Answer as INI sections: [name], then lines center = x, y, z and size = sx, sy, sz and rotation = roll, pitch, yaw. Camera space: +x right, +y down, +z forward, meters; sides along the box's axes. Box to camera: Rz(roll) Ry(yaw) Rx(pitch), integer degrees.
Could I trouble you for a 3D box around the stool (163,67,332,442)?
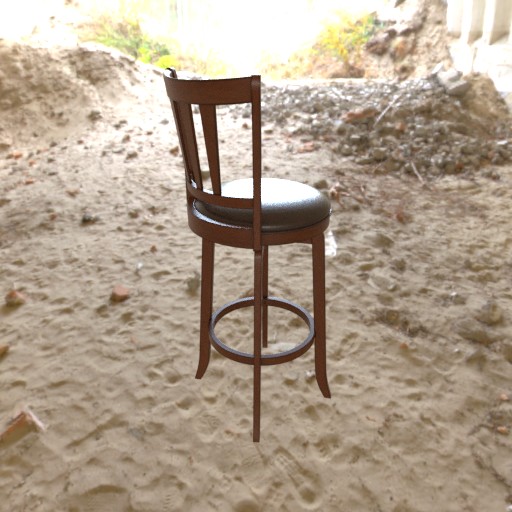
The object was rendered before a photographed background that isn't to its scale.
[stool]
center = 0.000, 0.000, 1.510
size = 0.503, 1.177, 0.464
rotation = -18, 31, -33
